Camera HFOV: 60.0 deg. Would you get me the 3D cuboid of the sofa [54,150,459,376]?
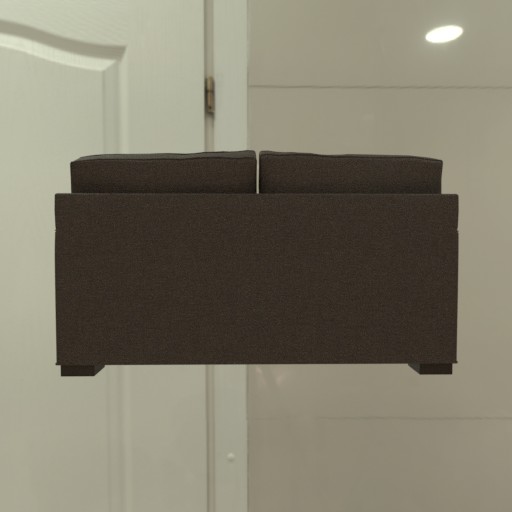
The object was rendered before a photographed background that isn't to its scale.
[{"bbox_3d":[0.000,0.000,2.150,1.534,0.887,0.974,0,2,-1],"label":"sofa"}]
